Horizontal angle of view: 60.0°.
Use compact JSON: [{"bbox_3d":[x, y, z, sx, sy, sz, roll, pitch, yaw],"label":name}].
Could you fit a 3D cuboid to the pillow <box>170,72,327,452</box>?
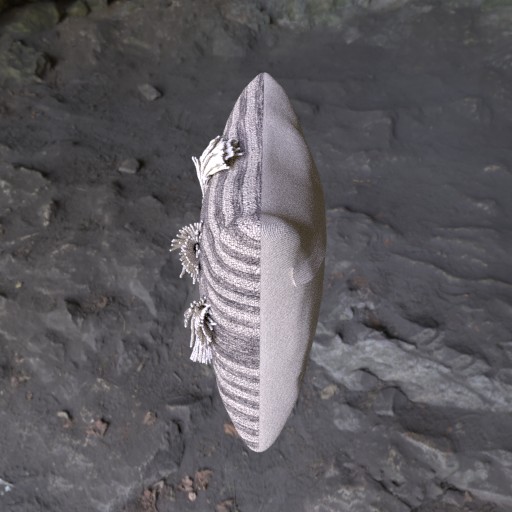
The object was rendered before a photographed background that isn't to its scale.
[{"bbox_3d":[0.000,0.000,0.794,0.234,0.490,0.484,1,40,1],"label":"pillow"}]
